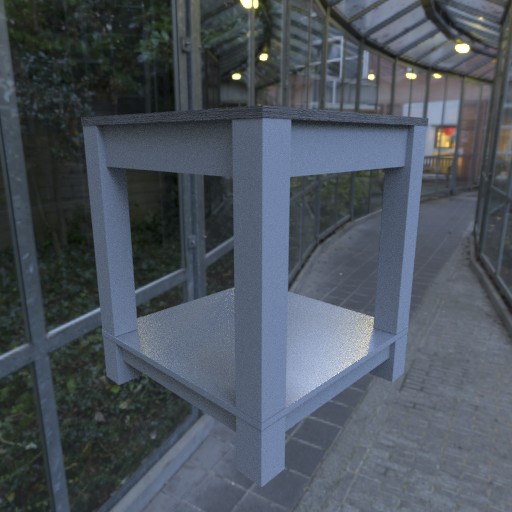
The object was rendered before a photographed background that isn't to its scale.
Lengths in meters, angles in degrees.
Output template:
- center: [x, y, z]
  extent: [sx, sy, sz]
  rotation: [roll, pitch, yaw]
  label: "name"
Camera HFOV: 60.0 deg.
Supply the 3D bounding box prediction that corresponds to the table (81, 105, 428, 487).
- center: [0.000, 0.000, 0.986]
  extent: [0.506, 0.587, 0.504]
  rotation: [14, 20, 42]
  label: "table"
